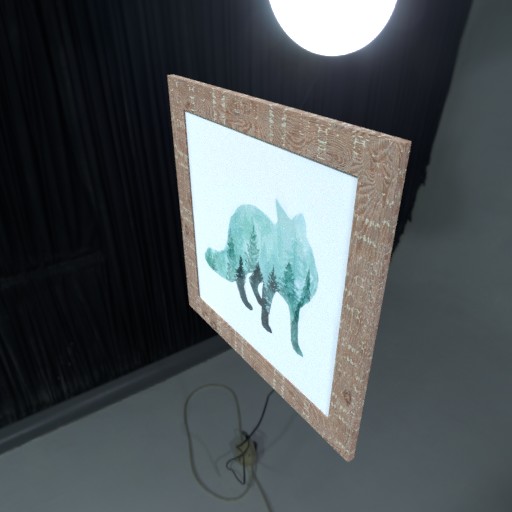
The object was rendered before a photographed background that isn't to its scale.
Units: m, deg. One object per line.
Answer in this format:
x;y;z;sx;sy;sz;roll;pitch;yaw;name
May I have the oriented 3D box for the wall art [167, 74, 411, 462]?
0.000;0.000;0.564;0.012;0.384;0.384;-21;37;-31;wall art
